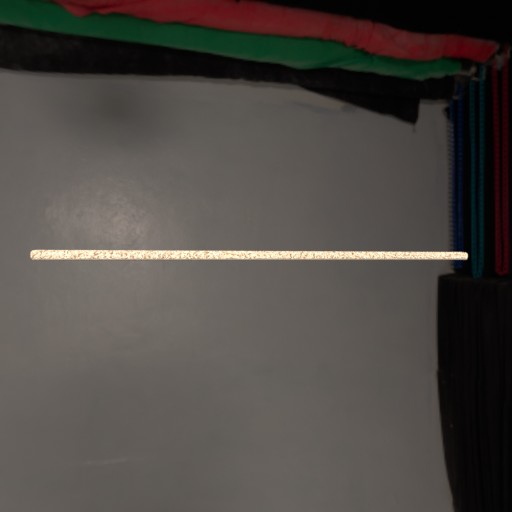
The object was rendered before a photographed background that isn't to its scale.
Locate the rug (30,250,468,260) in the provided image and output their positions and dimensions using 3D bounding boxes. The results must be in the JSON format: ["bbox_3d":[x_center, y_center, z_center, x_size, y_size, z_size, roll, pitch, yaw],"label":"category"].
[{"bbox_3d":[0.000,0.000,1.759,1.524,0.030,0.609,0,0,-18],"label":"rug"}]
